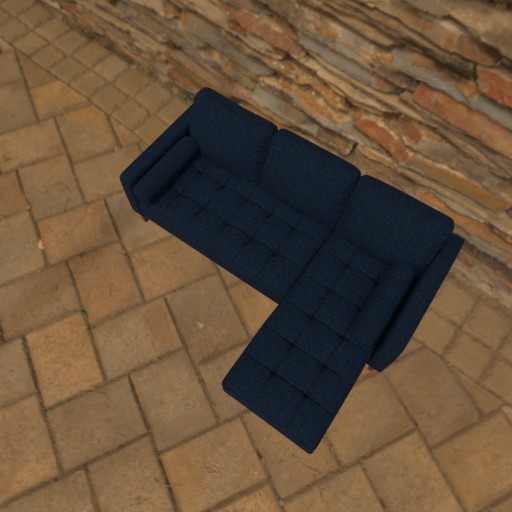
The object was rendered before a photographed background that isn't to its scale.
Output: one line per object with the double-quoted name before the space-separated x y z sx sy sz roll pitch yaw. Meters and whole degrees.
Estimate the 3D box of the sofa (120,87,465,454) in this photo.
"sofa" 0.000 0.000 2.965 2.185 0.841 1.613 32 68 15
